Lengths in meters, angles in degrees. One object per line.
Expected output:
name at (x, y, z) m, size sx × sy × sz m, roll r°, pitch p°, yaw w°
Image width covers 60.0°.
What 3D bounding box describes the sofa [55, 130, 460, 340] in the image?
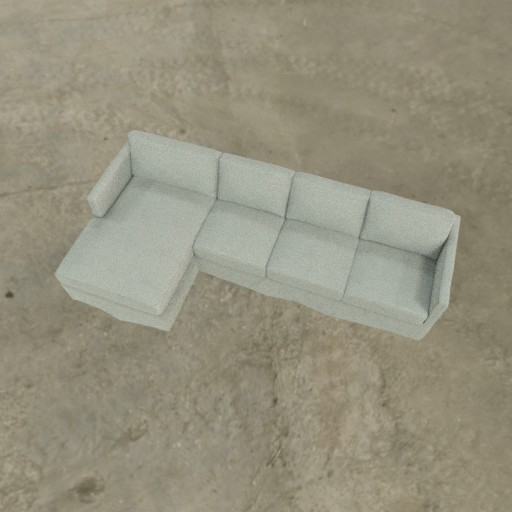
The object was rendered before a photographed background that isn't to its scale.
sofa at (0.000, 0.000, 3.939) m, size 3.205 × 0.922 × 1.650 m, roll 17°, pitch 59°, yaw 10°
